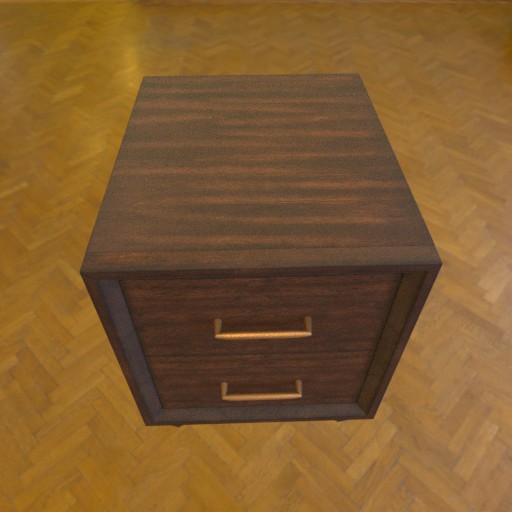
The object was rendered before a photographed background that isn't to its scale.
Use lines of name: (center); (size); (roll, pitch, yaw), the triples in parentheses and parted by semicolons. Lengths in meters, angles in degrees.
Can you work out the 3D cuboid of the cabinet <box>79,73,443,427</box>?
cabinet: (0.000, 0.000, 0.816); (0.402, 0.455, 0.500); (-1, 46, -1)
